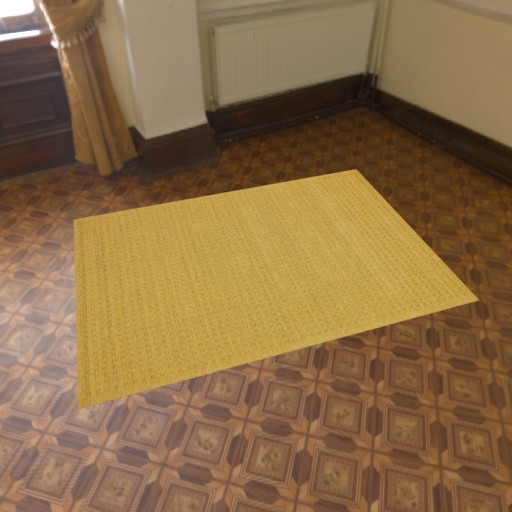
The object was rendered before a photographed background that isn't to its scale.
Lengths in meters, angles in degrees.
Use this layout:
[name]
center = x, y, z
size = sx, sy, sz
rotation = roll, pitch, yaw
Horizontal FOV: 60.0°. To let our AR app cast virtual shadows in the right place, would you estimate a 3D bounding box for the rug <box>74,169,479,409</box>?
[rug]
center = 0.000, 0.000, 3.716
size = 2.895, 0.006, 1.981
rotation = -12, 43, -13
